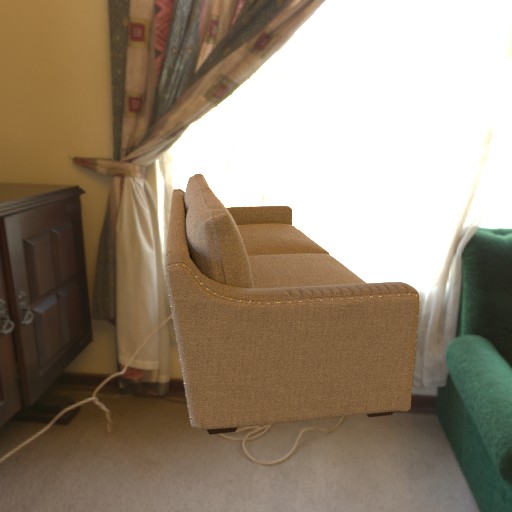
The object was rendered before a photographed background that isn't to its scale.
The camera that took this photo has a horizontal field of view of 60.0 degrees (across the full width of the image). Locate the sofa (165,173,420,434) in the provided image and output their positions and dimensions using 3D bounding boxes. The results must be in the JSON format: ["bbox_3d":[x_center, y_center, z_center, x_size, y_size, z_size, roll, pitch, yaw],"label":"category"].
[{"bbox_3d":[0.000,0.000,2.698,1.000,0.857,2.208,-3,16,-9],"label":"sofa"}]
